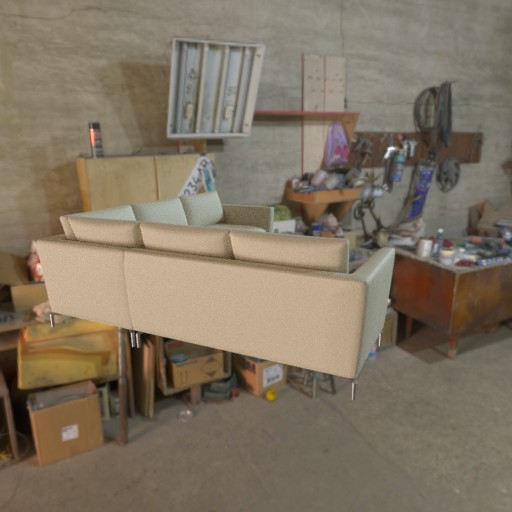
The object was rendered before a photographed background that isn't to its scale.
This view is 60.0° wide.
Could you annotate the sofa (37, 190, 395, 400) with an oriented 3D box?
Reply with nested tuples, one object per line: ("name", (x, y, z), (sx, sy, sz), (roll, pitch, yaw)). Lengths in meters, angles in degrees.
("sofa", (0.000, 0.000, 3.842), (2.430, 0.867, 2.448), (7, 15, 25))
